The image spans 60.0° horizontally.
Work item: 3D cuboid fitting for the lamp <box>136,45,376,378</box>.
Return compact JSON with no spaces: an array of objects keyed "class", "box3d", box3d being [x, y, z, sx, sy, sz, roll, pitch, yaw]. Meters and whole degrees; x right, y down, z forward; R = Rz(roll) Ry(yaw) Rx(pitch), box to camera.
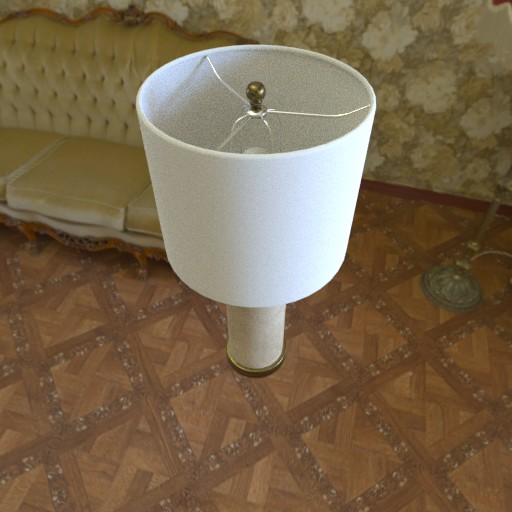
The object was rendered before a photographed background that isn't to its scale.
[{"class":"lamp","box3d":[0.000,0.000,0.790,0.305,0.634,0.305,-24,51,-21]}]
